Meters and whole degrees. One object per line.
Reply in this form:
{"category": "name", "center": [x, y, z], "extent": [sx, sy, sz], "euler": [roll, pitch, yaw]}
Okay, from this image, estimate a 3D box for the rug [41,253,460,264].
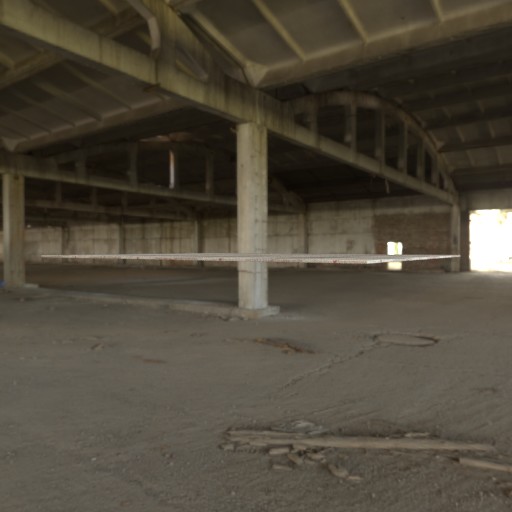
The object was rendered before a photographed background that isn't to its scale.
{"category": "rug", "center": [0.000, 0.000, 3.973], "extent": [2.959, 0.016, 2.317], "euler": [1, 1, 35]}
